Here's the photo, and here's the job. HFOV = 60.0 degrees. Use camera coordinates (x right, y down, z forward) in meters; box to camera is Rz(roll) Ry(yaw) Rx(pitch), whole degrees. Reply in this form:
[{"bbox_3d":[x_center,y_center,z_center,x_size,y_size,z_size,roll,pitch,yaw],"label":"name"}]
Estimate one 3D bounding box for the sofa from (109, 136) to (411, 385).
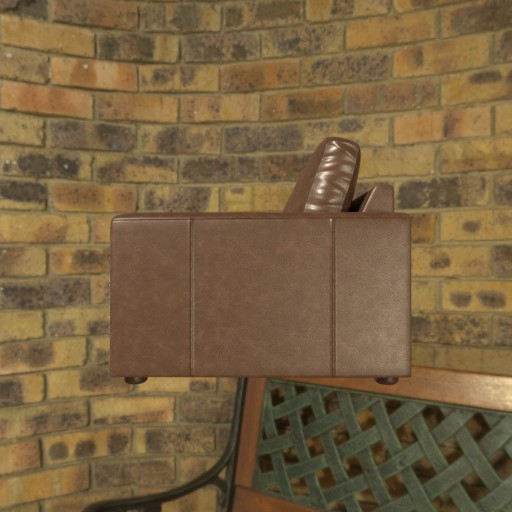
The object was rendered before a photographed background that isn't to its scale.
[{"bbox_3d":[0.000,0.000,2.226,1.016,0.873,1.616,0,0,0],"label":"sofa"}]
